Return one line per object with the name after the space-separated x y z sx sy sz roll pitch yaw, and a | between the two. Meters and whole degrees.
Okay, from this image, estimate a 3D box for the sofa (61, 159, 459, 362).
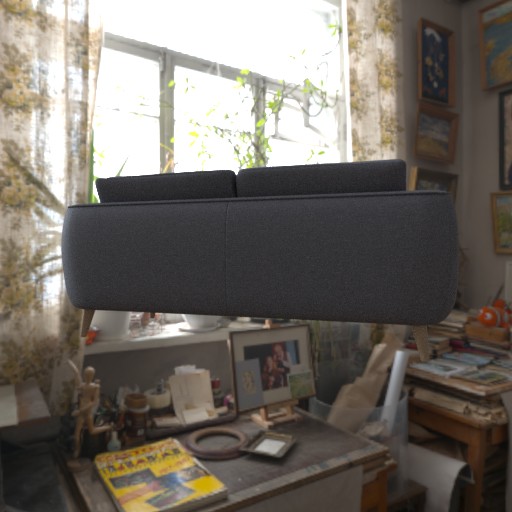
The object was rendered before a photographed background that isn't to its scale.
0.000 0.000 2.504 2.000 0.870 0.920 0 1 18 | sofa
